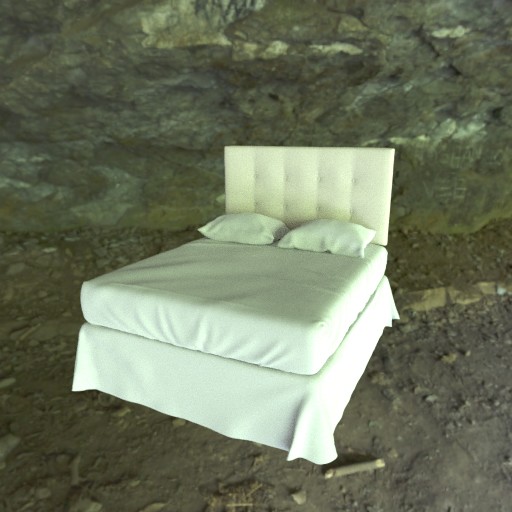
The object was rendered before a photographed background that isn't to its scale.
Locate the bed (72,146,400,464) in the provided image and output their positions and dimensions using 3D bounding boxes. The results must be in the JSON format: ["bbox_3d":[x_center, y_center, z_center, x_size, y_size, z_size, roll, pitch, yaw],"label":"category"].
[{"bbox_3d":[0.000,0.000,3.397,1.936,1.577,2.222,7,17,25],"label":"bed"}]
